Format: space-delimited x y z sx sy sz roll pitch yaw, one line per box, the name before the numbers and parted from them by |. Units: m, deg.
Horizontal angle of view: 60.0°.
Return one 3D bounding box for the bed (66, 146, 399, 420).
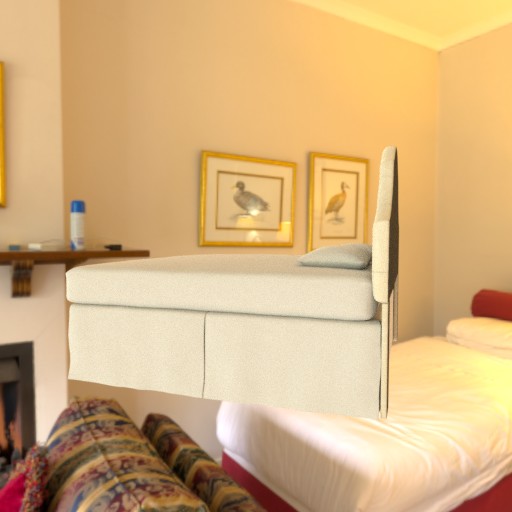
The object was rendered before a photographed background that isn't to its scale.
bed | 0.000 0.000 3.477 2.086 1.555 2.012 1 3 19
